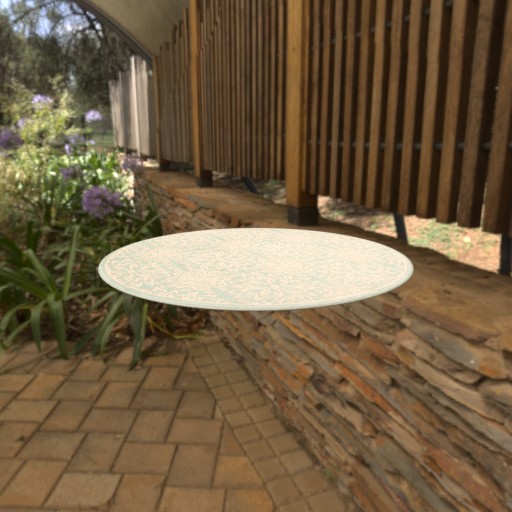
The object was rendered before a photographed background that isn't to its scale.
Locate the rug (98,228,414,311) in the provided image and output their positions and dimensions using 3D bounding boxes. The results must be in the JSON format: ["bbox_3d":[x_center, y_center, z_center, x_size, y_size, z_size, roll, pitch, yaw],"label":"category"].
[{"bbox_3d":[0.000,0.000,2.367,1.593,0.012,1.593,0,14,0],"label":"rug"}]
